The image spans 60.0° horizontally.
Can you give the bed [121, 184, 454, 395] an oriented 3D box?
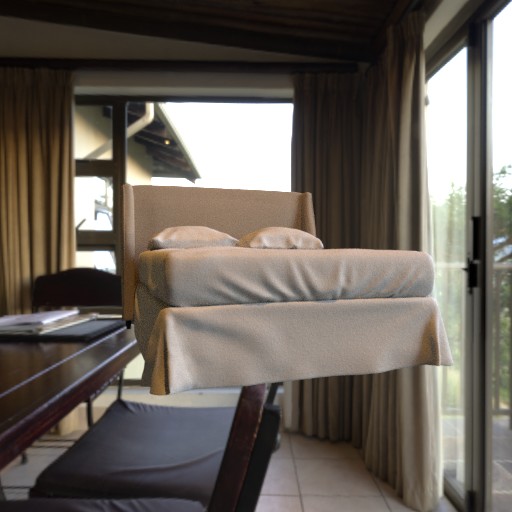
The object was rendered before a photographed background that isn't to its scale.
[{"bbox_3d":[0.000,0.000,3.398,1.925,1.332,2.276,0,1,-19],"label":"bed"}]
